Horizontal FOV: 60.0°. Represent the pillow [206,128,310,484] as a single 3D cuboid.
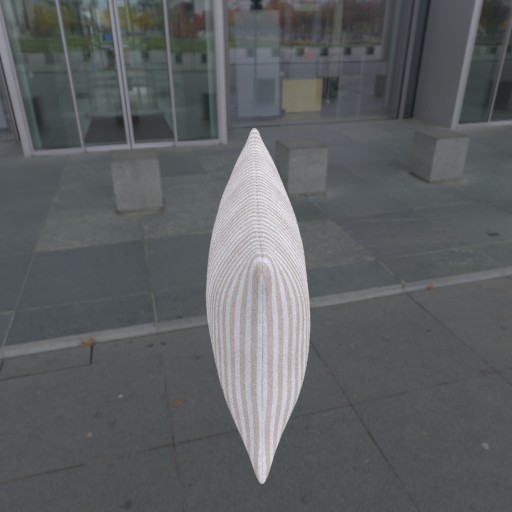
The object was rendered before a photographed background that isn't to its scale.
[{"bbox_3d":[0.000,0.000,0.722,0.151,0.295,0.617,0,27,-1],"label":"pillow"}]
